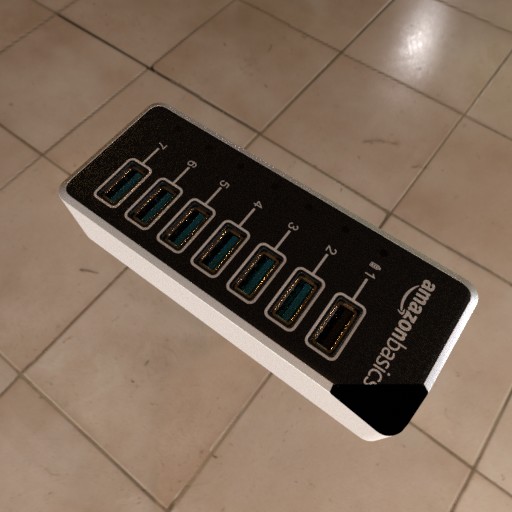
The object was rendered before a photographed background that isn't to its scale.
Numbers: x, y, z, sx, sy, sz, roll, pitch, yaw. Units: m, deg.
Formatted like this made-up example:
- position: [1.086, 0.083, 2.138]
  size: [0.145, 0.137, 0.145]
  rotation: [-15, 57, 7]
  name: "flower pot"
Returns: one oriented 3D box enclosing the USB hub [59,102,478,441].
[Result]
- position: [0.000, 0.000, 0.127]
  size: [0.110, 0.023, 0.044]
  rotation: [33, 68, 15]
  name: "USB hub"
